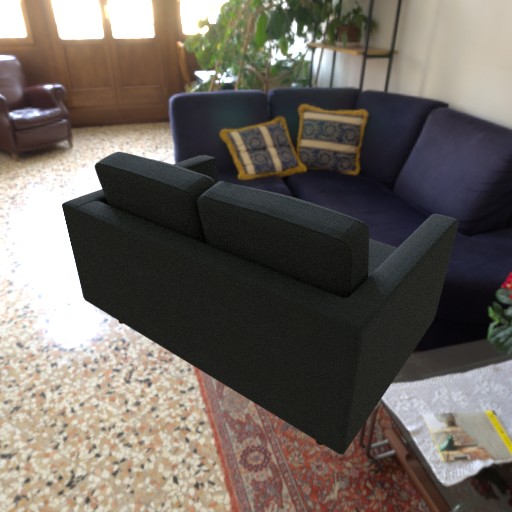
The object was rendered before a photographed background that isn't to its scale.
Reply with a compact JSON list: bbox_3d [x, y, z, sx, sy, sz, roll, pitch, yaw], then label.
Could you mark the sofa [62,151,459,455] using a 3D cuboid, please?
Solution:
[{"bbox_3d":[0.000,0.000,2.112,1.518,0.930,0.999,21,36,32],"label":"sofa"}]
